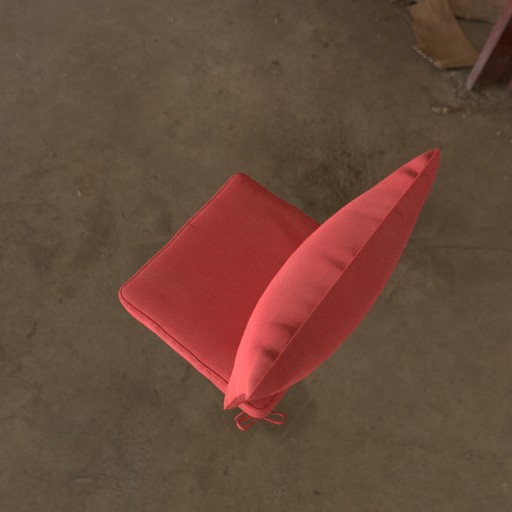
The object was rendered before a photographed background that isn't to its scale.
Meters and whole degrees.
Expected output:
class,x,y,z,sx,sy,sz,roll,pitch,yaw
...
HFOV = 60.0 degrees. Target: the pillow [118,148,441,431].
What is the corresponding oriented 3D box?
class,x,y,z,sx,sy,sz,roll,pitch,yaw
pillow,0.000,0.000,1.359,0.733,0.725,0.798,35,69,16
